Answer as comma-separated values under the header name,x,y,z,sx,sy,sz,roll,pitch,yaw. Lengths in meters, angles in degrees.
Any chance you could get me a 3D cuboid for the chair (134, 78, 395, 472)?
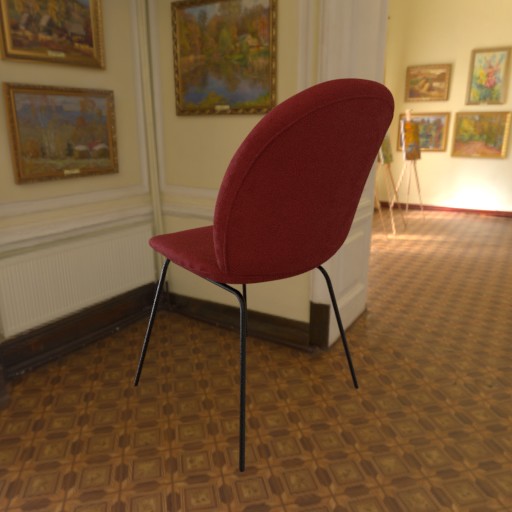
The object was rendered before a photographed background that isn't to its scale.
name,x,y,z,sx,sy,sz,roll,pitch,yaw
chair,0.000,0.000,1.114,0.458,0.791,0.587,-16,22,-43
